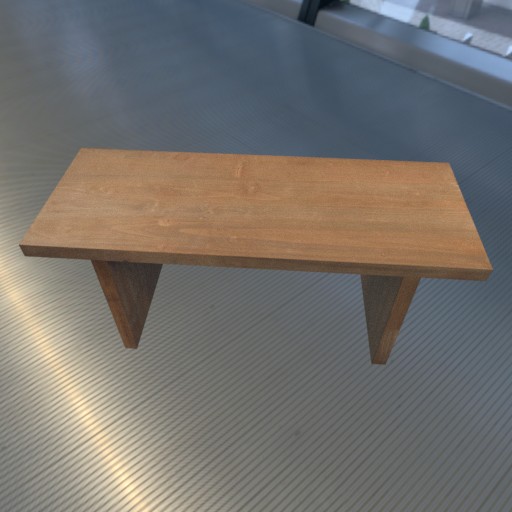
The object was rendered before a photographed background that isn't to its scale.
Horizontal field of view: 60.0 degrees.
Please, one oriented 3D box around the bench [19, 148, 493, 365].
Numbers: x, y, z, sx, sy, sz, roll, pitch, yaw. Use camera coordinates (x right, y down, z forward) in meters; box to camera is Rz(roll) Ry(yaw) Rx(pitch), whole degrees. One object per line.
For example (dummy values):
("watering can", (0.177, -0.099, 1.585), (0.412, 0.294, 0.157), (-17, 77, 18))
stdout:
("bench", (0.000, 0.000, 1.425), (1.183, 0.458, 0.458), (3, 46, 3))
